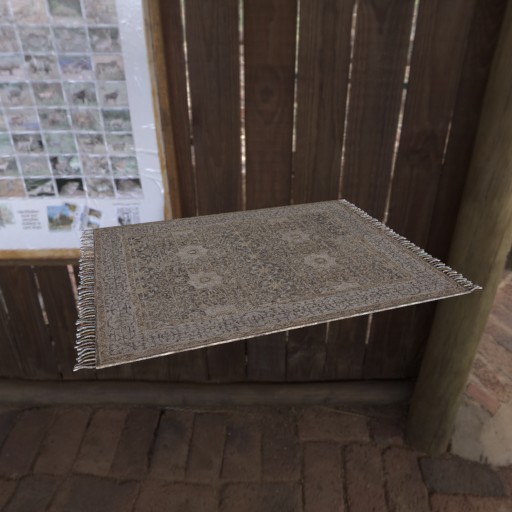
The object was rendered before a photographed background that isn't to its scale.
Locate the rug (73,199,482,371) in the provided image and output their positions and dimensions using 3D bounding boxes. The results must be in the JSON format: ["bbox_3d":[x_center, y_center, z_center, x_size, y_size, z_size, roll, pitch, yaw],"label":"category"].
[{"bbox_3d":[0.000,0.000,4.346,3.291,0.017,2.431,-9,28,-16],"label":"rug"}]
